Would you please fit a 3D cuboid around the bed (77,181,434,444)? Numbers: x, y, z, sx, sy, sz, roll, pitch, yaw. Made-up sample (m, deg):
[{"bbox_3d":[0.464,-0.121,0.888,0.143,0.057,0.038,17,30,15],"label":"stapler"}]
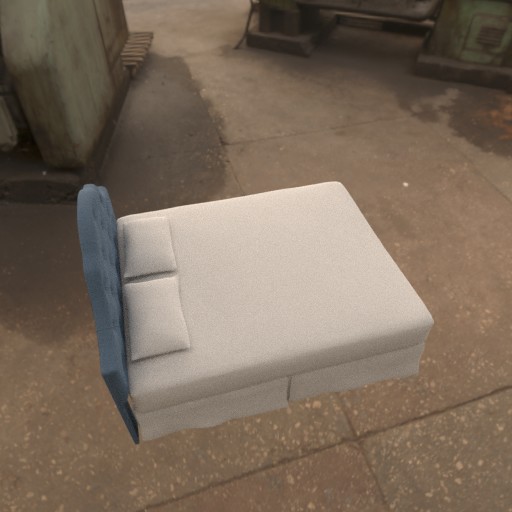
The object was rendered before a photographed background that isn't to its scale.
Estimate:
[{"bbox_3d":[0.000,0.000,3.755,2.477,1.617,2.039,-11,47,-11],"label":"bed"}]
